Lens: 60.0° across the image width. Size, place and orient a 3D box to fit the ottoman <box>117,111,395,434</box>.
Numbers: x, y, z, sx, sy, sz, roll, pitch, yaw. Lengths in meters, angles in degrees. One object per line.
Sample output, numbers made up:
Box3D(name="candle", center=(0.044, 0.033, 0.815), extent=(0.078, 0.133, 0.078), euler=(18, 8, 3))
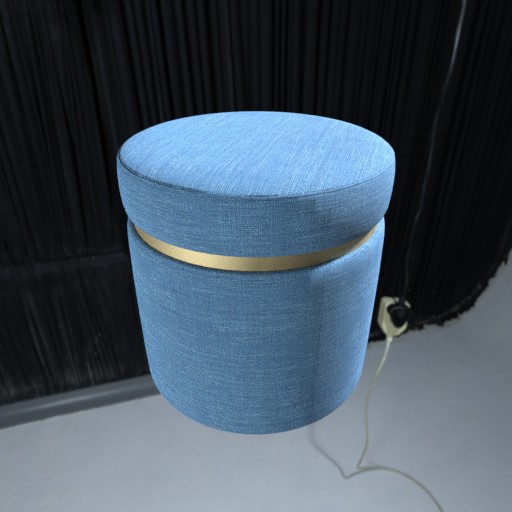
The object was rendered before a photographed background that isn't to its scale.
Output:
Box3D(name="ottoman", center=(0.000, 0.000, 0.738), extent=(0.398, 0.406, 0.398), euler=(0, 31, 0))
